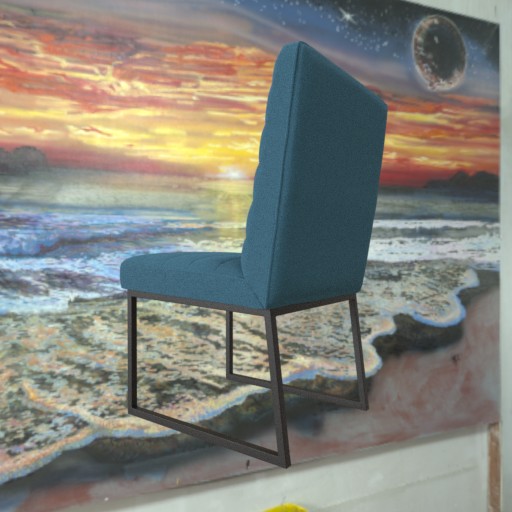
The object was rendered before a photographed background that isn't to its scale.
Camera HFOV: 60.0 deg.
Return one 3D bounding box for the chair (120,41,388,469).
[{"bbox_3d":[0.000,0.000,1.307,0.634,0.930,0.520,0,1,37],"label":"chair"}]
